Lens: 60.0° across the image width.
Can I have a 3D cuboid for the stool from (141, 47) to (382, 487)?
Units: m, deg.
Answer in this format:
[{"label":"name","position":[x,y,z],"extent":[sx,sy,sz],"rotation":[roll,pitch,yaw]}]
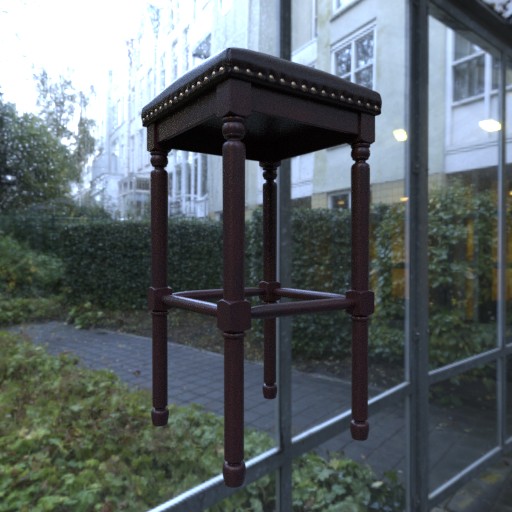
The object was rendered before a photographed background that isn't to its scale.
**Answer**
[{"label":"stool","position":[0.000,0.000,0.970],"extent":[0.382,0.768,0.383],"rotation":[-1,1,-35]}]
